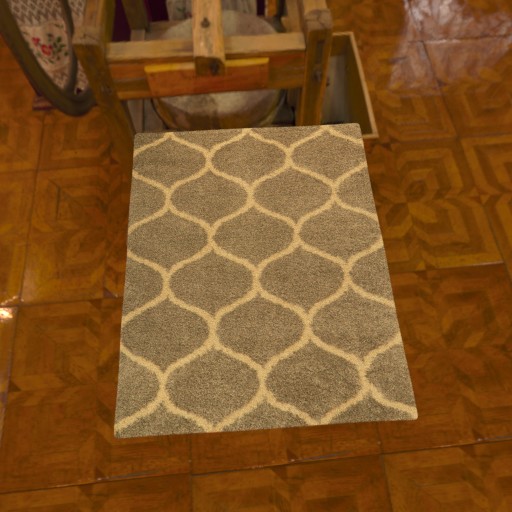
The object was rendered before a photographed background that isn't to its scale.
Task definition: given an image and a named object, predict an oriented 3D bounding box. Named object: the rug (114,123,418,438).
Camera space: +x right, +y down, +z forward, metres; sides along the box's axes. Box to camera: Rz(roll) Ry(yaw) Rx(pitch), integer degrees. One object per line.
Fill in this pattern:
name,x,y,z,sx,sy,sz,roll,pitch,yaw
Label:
rug,0.000,0.000,4.104,2.399,0.026,3.000,-3,65,-1
